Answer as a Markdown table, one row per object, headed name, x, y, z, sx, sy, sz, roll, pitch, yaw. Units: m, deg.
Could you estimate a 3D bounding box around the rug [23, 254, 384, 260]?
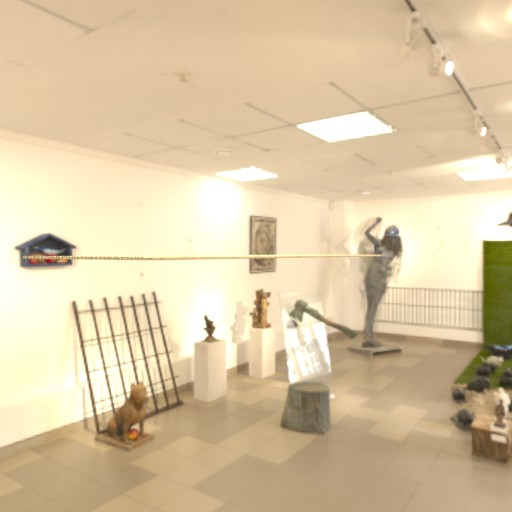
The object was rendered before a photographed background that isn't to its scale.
| name | x | y | z | sx | sy | sz | roll | pitch | yaw |
| --- | --- | --- | --- | --- | --- | --- | --- | --- | --- |
| rug | 0.000 | 0.000 | 2.813 | 0.795 | 0.015 | 2.544 | 0 | 0 | 35 |
